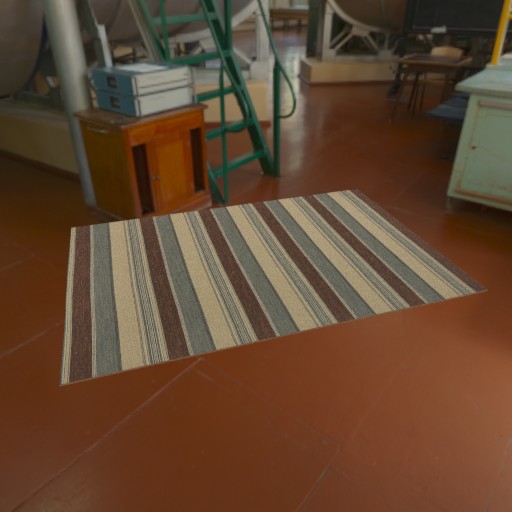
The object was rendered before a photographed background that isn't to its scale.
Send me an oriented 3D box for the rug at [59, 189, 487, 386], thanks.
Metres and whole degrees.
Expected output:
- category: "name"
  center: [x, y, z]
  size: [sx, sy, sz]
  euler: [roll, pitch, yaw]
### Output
- category: "rug"
  center: [0.000, 0.000, 2.270]
  size: [1.829, 0.008, 1.219]
  euler: [-10, 33, -15]
